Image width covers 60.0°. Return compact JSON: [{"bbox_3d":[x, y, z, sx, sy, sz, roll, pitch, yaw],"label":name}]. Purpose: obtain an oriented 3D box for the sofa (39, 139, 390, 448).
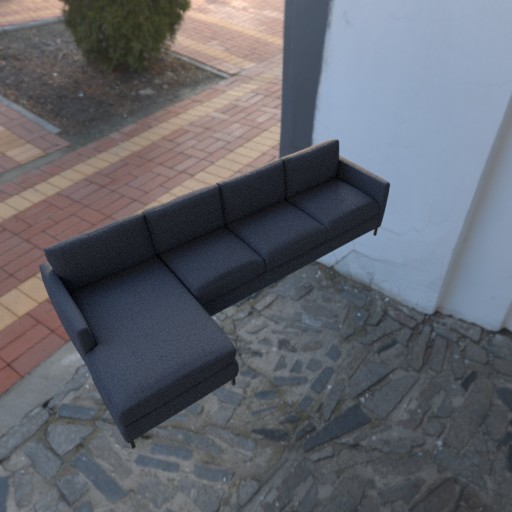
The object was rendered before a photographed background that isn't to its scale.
[{"bbox_3d":[0.000,0.000,2.939,2.445,0.673,1.125,-26,47,-27],"label":"sofa"}]
